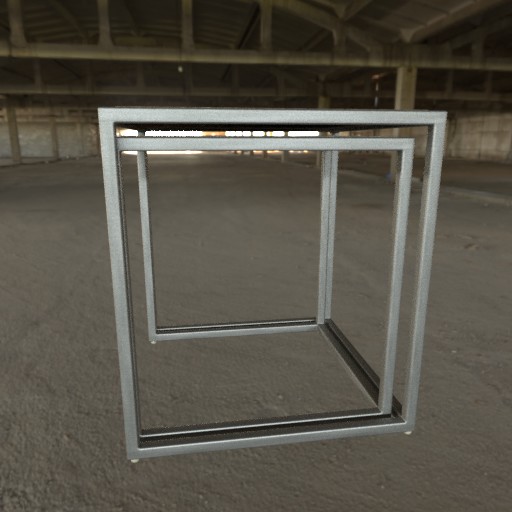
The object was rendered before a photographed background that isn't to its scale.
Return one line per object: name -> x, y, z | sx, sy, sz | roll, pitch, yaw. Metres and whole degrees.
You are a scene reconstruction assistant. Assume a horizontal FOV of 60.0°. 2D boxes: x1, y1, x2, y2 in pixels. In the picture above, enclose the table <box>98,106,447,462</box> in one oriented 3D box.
table -> 0.000, 0.000, 0.834 | 0.449, 0.500, 0.450 | -2, 15, -8
